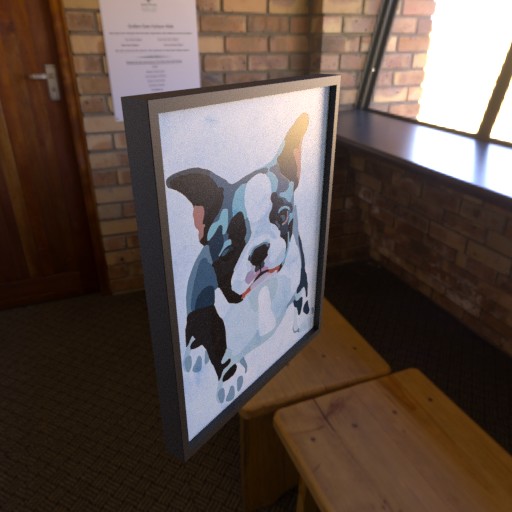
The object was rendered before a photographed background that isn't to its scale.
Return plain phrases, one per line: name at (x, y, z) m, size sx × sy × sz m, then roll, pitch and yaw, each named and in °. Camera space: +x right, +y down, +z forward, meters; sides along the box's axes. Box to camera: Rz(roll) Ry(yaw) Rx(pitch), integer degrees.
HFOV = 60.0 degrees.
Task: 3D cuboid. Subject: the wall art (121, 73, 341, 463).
wall art at (0.000, 0.000, 0.506) m, size 0.030 × 0.369 × 0.294 m, roll 18°, pitch 32°, yaw 33°
